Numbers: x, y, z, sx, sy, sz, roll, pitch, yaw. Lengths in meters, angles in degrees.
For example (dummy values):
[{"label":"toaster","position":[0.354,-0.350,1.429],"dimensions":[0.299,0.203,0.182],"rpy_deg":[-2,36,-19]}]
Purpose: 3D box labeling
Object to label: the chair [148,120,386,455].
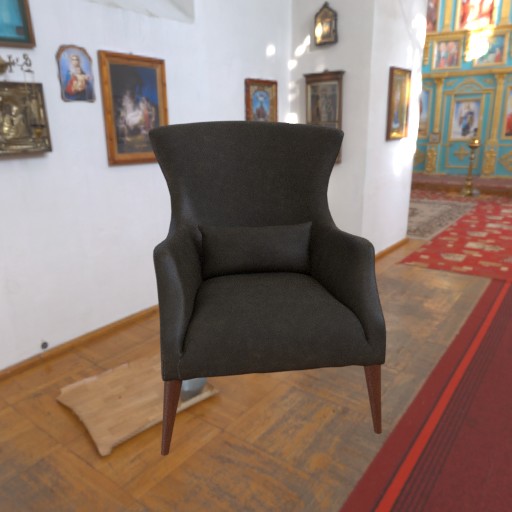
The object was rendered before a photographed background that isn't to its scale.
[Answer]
[{"label":"chair","position":[0.000,0.000,1.781],"dimensions":[0.819,1.068,0.954],"rpy_deg":[-2,15,-8]}]
